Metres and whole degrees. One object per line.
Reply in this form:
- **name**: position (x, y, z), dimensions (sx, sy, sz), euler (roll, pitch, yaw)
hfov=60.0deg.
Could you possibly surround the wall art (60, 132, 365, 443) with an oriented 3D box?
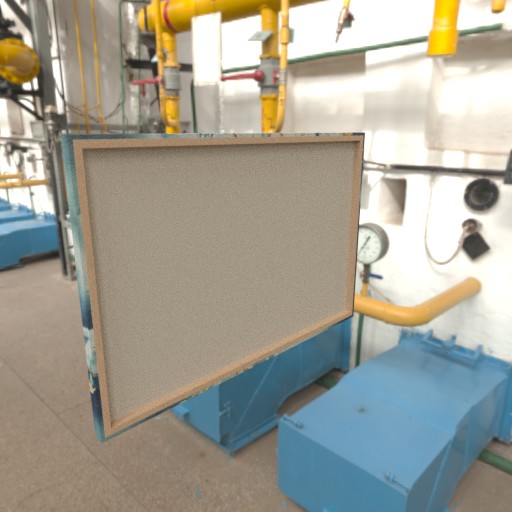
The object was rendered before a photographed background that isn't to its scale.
- **wall art**: position (0.000, 0.000, 1.422), dimensions (1.138, 0.759, 0.035), euler (-15, 22, -43)
